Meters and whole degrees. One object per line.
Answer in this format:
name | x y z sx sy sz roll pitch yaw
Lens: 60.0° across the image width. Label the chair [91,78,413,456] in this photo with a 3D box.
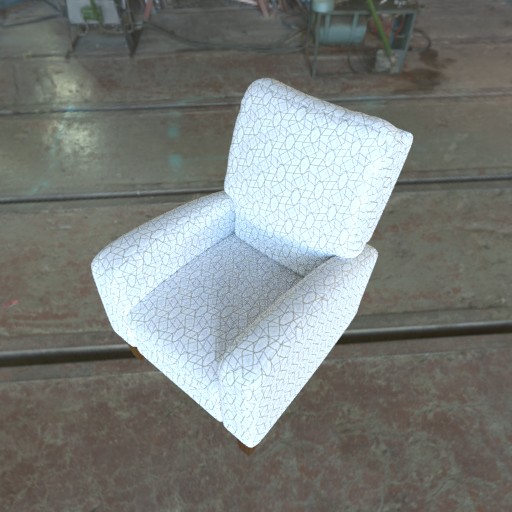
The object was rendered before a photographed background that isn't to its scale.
chair | 0.000 0.000 1.756 0.796 1.064 0.995 31 54 27
